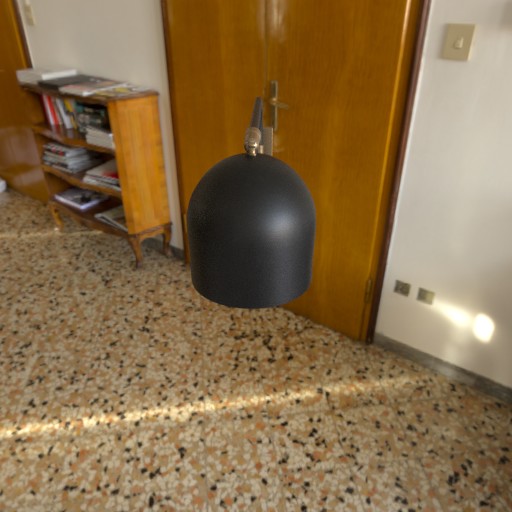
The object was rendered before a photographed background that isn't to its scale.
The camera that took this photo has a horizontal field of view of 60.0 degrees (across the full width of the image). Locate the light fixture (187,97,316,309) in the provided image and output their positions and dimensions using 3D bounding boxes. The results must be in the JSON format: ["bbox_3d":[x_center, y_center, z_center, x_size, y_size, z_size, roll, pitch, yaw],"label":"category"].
[{"bbox_3d":[0.000,0.000,1.064,0.215,0.696,0.720,1,30,2],"label":"light fixture"}]
